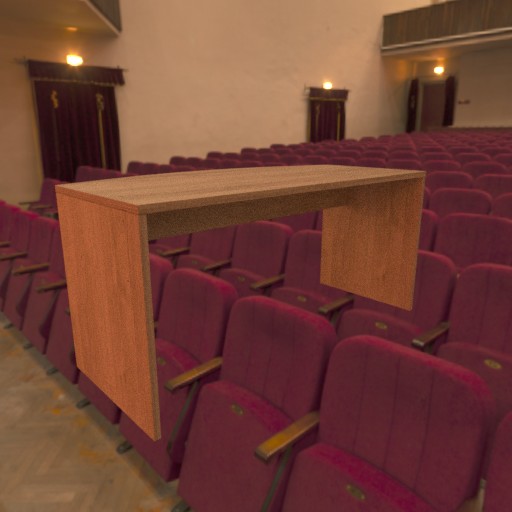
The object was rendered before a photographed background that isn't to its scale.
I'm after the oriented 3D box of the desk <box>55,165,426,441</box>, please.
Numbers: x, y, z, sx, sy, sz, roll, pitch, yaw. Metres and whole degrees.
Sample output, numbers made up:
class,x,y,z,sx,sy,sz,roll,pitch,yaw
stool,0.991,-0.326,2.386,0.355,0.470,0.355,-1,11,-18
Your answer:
class,x,y,z,sx,sy,sz,roll,pitch,yaw
desk,0.000,0.000,2.103,1.600,0.752,0.802,-14,21,-41
